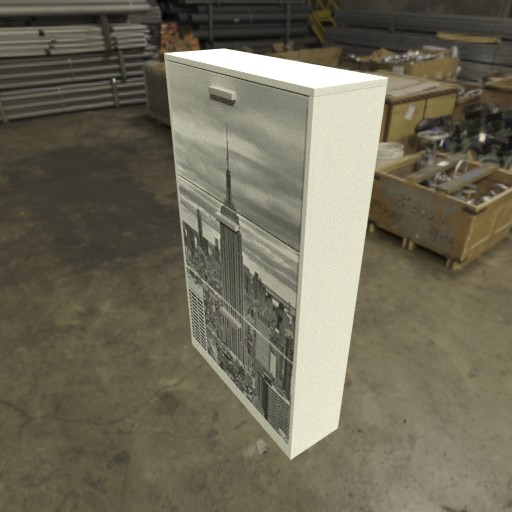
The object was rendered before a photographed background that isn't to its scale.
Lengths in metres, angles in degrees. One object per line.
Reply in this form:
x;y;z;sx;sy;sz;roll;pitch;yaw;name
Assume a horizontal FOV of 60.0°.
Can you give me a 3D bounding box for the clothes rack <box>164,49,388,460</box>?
0.000;0.000;1.595;0.250;1.280;0.750;-20;36;-30;clothes rack
